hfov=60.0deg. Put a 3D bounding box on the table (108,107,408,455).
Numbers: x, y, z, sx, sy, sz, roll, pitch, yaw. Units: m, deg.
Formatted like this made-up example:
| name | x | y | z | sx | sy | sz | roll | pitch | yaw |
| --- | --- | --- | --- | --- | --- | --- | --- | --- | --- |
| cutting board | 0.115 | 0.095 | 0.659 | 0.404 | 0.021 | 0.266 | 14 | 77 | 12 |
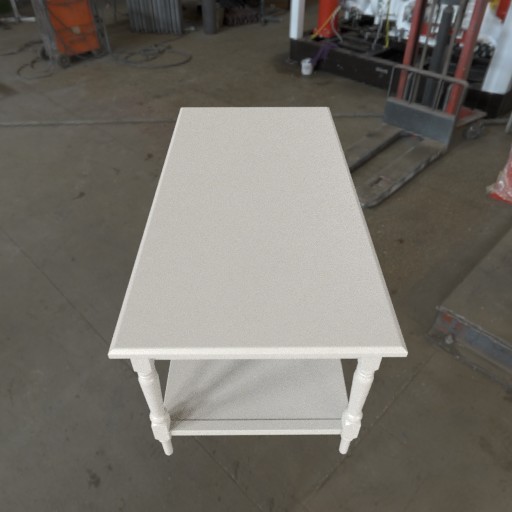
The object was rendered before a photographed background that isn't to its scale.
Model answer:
| name | x | y | z | sx | sy | sz | roll | pitch | yaw |
| --- | --- | --- | --- | --- | --- | --- | --- | --- | --- |
| table | 0.000 | 0.000 | 1.392 | 0.551 | 0.506 | 1.109 | 0 | 41 | 0 |
